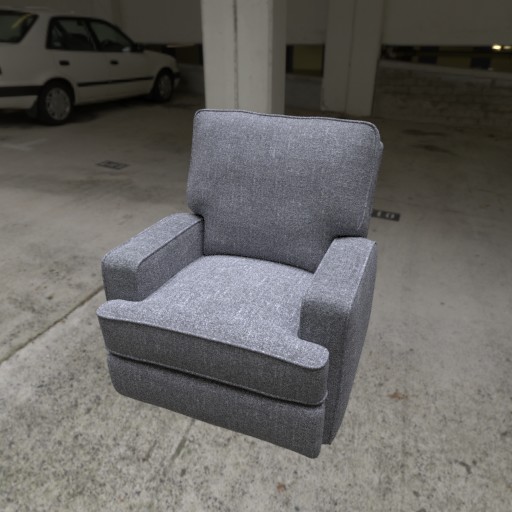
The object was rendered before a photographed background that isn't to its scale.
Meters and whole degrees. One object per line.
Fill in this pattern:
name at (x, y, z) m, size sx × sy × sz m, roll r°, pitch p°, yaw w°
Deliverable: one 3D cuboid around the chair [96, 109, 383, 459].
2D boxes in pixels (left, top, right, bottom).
chair at (0.000, 0.000, 1.669) m, size 0.861 × 0.962 × 0.964 m, roll 10°, pitch 28°, yaw 19°
